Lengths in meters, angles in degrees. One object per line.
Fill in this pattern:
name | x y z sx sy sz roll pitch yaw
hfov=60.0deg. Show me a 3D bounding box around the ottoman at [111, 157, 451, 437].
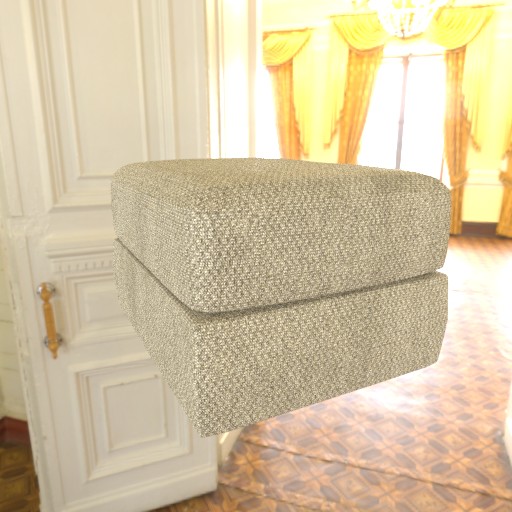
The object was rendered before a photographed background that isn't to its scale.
ottoman | 0.000 0.000 1.141 0.603 0.476 0.751 -8 17 -26
